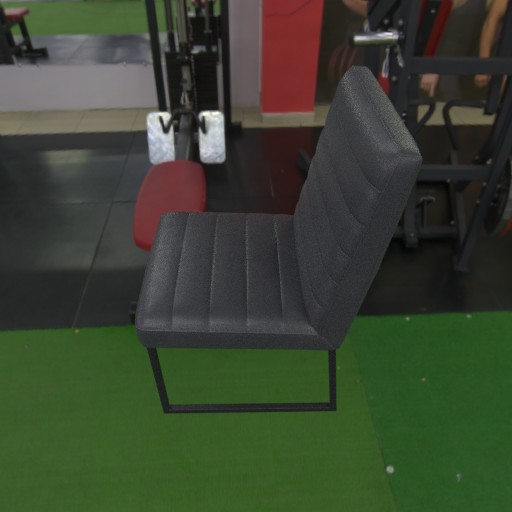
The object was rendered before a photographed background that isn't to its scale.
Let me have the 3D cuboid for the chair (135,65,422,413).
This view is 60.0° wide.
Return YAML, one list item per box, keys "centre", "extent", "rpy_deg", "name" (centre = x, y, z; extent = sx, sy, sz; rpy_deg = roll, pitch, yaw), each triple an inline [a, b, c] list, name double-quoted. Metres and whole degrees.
- centre: [0.000, 0.000, 1.294]
  extent: [0.634, 0.930, 0.520]
  rpy_deg: [-1, 41, -1]
  name: "chair"
